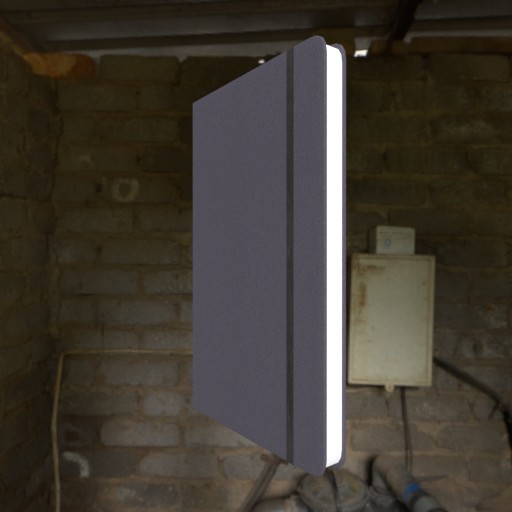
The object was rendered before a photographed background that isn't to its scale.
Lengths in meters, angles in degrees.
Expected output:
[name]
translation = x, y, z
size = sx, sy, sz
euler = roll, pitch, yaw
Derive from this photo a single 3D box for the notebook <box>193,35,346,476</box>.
[notebook]
translation = 0.000, 0.000, 0.263
size = 0.016, 0.213, 0.127
euler = 0, 0, -37
